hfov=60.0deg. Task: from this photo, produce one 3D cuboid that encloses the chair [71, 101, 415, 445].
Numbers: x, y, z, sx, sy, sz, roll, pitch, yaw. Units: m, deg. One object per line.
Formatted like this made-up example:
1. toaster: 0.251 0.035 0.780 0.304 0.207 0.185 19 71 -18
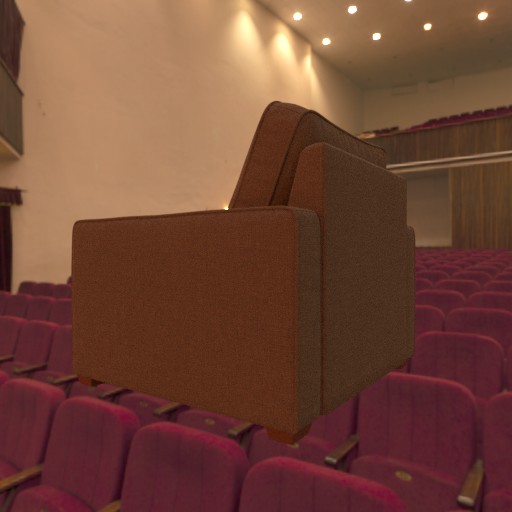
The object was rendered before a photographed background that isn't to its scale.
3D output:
1. chair: 0.000 0.000 1.707 0.940 0.919 1.017 0 1 35
